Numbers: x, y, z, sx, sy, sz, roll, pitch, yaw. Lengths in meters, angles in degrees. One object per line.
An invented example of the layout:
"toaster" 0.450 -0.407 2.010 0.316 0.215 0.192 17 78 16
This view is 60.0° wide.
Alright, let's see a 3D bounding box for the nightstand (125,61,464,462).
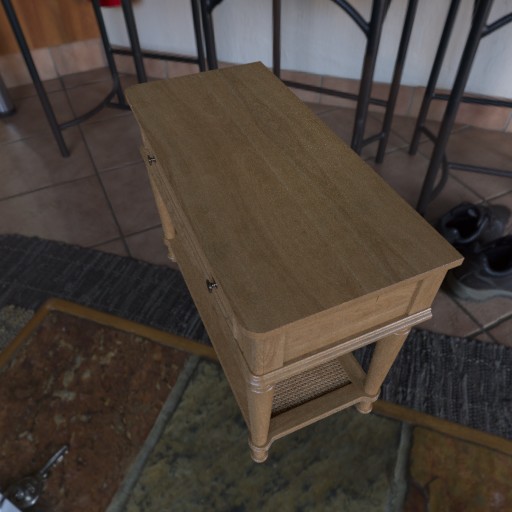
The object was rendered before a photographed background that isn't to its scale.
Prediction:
"nightstand" 0.000 0.000 1.293 0.432 0.700 0.914 -18 49 -16
